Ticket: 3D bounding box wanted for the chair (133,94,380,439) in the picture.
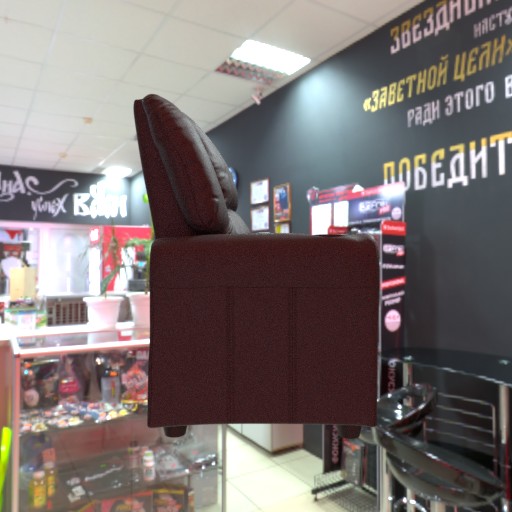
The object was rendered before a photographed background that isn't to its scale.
[{"bbox_3d":[0.000,0.000,1.114,0.521,0.709,0.610,0,-1,1],"label":"chair"}]
